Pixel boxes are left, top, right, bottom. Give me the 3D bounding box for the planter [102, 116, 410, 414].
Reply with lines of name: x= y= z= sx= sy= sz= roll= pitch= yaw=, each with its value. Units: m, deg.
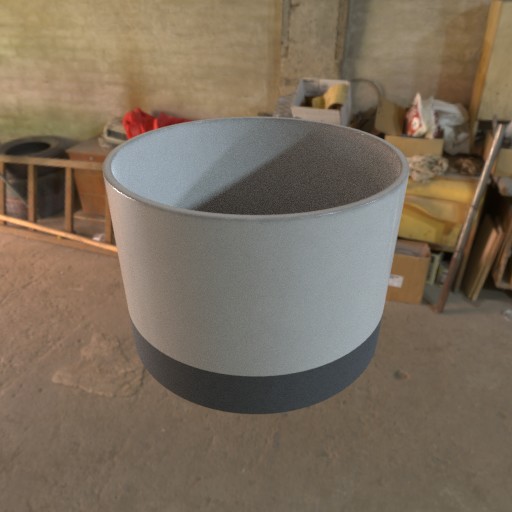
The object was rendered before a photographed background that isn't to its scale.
planter: x=0.000 y=0.000 z=0.220 sx=0.128 sy=0.105 sz=0.128 roll=0 pitch=31 yaw=0
